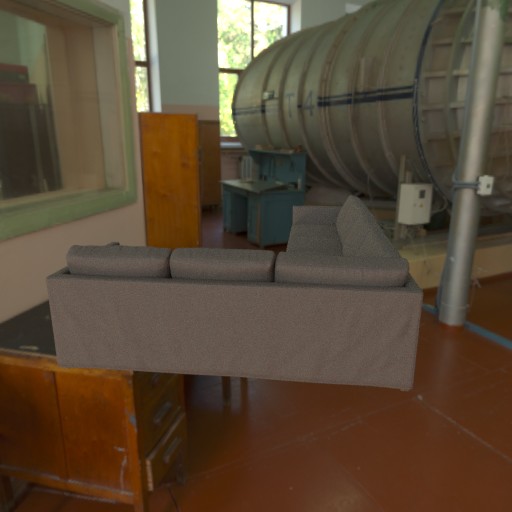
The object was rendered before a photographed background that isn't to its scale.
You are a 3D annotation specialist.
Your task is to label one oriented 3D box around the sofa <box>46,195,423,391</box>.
[{"bbox_3d":[0.000,0.000,4.356,2.432,0.871,3.182,2,16,7],"label":"sofa"}]
